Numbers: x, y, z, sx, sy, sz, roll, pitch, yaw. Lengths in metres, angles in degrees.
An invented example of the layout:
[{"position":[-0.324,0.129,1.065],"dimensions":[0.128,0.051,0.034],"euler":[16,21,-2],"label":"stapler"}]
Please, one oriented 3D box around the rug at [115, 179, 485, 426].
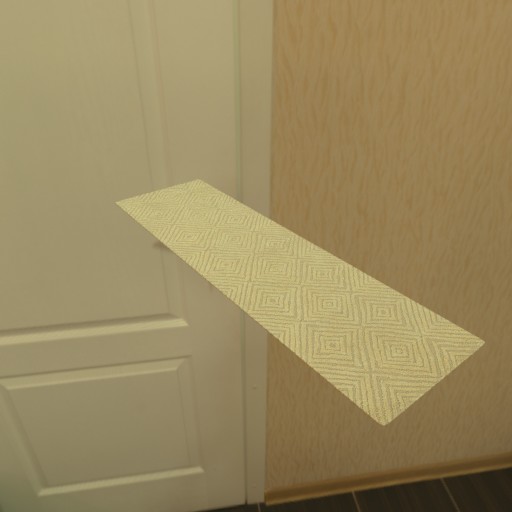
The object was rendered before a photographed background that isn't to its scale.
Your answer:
[{"position":[0.000,0.000,2.449],"dimensions":[0.676,0.008,2.277],"euler":[-22,38,-32],"label":"rug"}]
